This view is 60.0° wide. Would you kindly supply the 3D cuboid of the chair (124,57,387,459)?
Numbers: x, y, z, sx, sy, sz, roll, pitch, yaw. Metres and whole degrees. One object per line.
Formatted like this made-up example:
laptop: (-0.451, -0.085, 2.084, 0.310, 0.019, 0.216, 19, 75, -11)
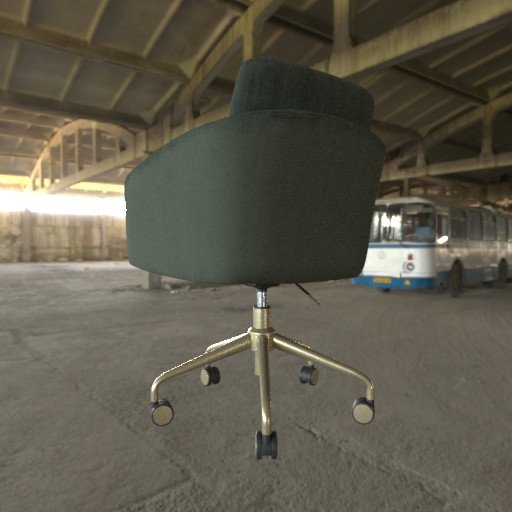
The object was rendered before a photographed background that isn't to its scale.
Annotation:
chair: (0.000, 0.000, 1.318, 0.641, 0.908, 0.635, -1, 2, -37)
